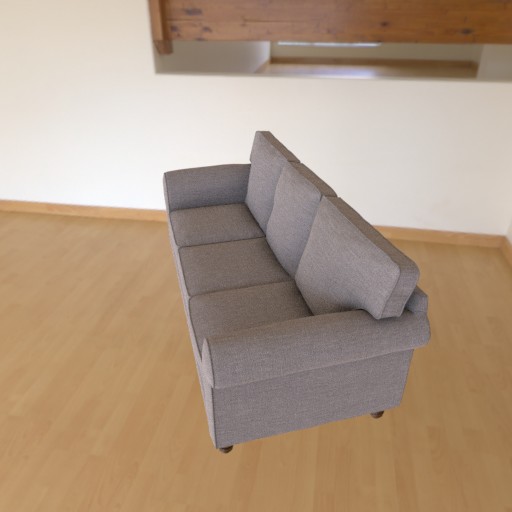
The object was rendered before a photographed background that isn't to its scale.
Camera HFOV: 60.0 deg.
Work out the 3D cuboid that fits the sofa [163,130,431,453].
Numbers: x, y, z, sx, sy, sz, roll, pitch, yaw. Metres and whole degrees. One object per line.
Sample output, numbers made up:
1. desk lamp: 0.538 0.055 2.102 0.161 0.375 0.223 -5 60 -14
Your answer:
1. sofa: 0.000 0.000 2.601 0.916 0.961 2.084 -8 31 -13
